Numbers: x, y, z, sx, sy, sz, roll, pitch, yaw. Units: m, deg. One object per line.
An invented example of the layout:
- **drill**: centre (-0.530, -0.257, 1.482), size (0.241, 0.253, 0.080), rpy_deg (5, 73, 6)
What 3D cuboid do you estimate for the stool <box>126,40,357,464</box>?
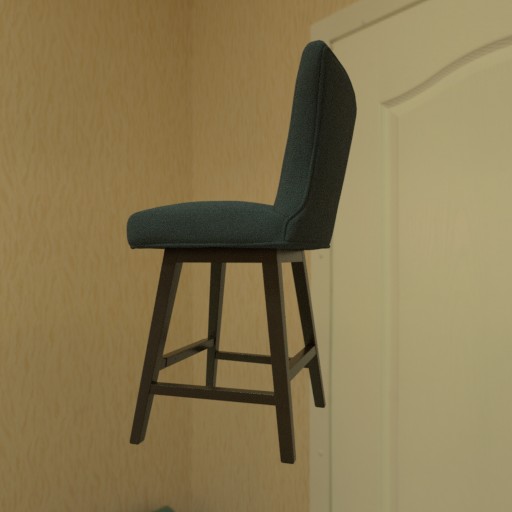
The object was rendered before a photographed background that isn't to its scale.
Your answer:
- **stool**: centre (0.000, 0.000, 1.323), size (0.574, 1.000, 0.514), rpy_deg (0, 0, 19)
